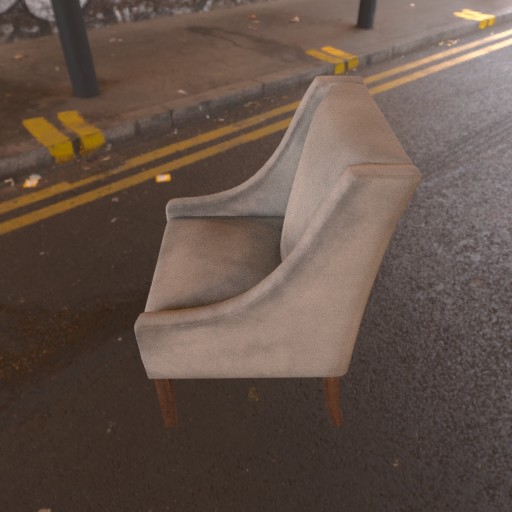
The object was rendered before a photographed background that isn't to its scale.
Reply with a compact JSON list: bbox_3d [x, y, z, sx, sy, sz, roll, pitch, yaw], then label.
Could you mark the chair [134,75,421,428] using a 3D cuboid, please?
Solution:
[{"bbox_3d":[0.000,0.000,1.342,0.629,0.895,0.629,0,39,0],"label":"chair"}]
